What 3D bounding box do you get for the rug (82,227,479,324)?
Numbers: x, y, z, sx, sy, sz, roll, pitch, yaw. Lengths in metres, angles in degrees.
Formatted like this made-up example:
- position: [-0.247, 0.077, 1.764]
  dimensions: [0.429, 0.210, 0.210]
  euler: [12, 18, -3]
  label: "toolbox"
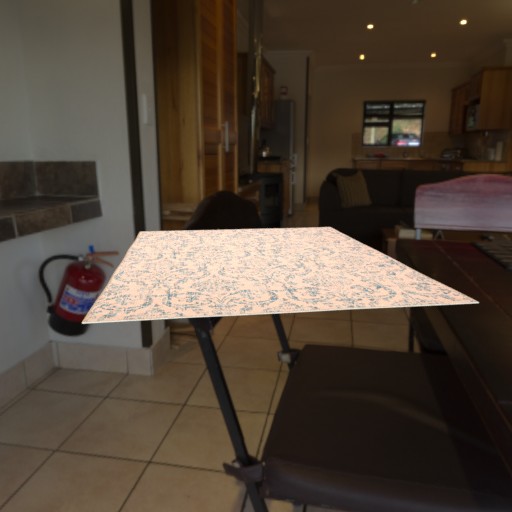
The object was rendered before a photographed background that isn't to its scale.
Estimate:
- position: [0.000, 0.000, 4.019]
  dimensions: [2.363, 0.012, 2.980]
  euler: [-2, 13, -8]
  label: "rug"
